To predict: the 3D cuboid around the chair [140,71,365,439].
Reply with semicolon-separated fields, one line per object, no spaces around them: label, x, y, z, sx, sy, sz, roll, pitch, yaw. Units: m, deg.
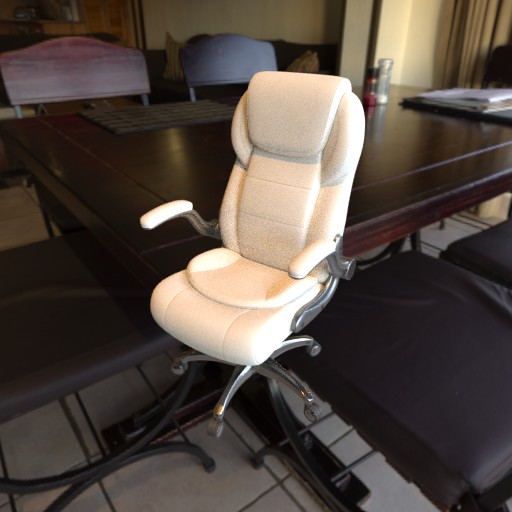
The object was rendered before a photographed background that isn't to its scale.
chair;0.000;0.000;1.814;0.755;1.330;0.806;18;33;29
